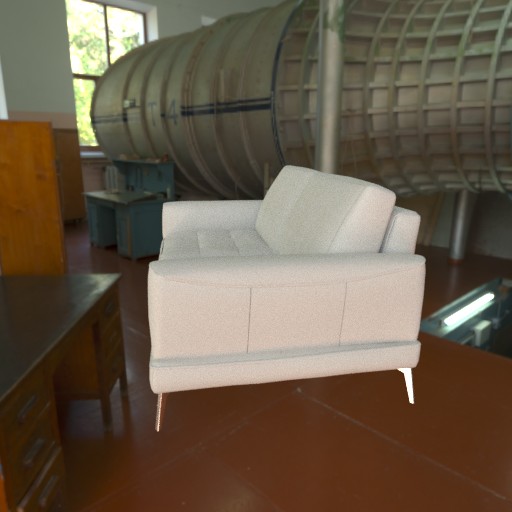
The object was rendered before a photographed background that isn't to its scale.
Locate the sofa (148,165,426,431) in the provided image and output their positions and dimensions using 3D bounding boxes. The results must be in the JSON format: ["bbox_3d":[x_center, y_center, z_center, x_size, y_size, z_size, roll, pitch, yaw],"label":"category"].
[{"bbox_3d":[0.000,0.000,2.482,1.121,0.930,1.819,-2,15,-9],"label":"sofa"}]
